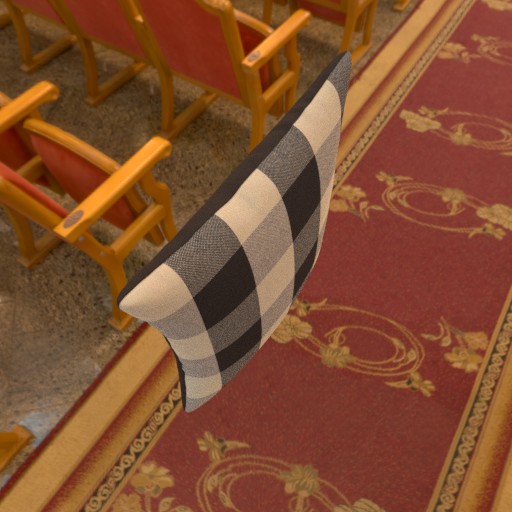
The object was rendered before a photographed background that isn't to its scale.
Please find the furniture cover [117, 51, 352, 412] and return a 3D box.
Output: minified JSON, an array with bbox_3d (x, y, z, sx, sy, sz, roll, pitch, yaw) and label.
[{"bbox_3d":[0.000,0.000,0.780,0.161,0.509,0.511,30,63,17],"label":"furniture cover"}]
